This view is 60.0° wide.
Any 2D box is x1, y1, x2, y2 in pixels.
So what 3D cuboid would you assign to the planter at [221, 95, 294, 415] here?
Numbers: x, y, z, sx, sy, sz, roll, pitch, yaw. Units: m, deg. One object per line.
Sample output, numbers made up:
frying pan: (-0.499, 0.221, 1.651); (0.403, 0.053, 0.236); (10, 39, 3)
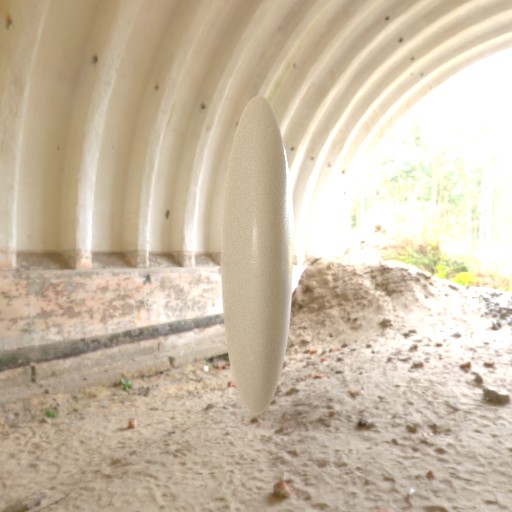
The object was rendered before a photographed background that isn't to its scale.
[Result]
planter: (0.000, 0.000, 0.278); (0.043, 0.188, 0.185); (0, -1, -1)
